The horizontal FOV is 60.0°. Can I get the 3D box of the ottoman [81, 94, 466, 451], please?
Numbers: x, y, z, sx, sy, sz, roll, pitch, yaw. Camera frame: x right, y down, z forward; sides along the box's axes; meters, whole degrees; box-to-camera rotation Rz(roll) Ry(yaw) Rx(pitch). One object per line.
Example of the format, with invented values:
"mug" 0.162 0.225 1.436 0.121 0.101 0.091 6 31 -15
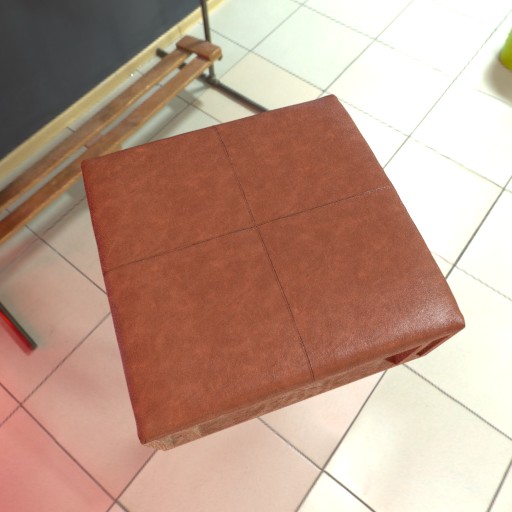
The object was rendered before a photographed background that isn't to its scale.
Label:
"ottoman" 0.000 0.000 1.614 1.016 0.442 1.013 -17 65 -8
